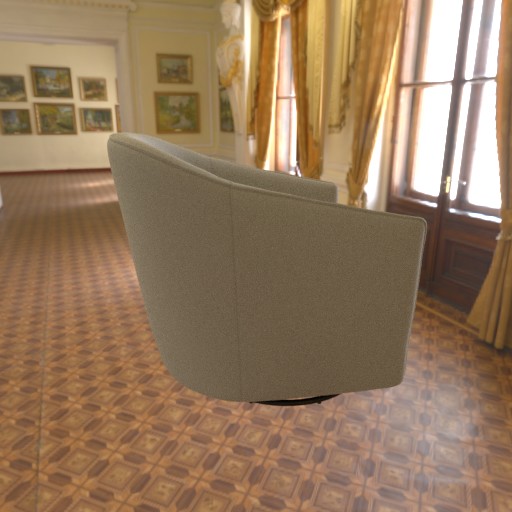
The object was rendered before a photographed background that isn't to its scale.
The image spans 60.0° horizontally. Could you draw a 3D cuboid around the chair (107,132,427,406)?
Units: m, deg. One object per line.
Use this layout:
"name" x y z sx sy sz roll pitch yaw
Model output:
"chair" 0.000 0.000 1.481 0.875 0.799 0.747 -3 17 -10
